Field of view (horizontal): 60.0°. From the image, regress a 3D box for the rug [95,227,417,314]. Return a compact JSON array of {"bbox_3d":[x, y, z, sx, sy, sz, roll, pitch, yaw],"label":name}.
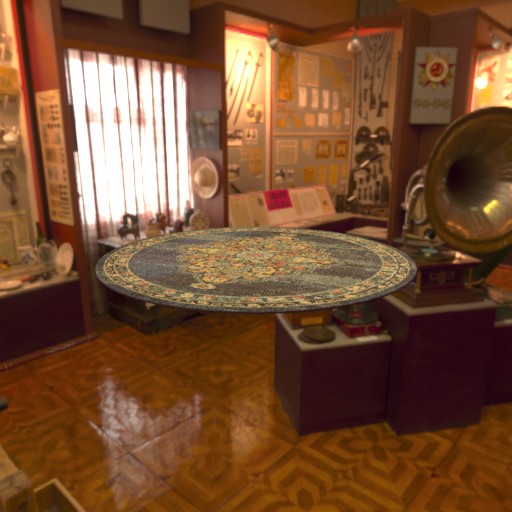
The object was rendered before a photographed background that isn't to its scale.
[{"bbox_3d":[0.000,0.000,2.319,1.591,0.010,1.591,0,15,0],"label":"rug"}]
